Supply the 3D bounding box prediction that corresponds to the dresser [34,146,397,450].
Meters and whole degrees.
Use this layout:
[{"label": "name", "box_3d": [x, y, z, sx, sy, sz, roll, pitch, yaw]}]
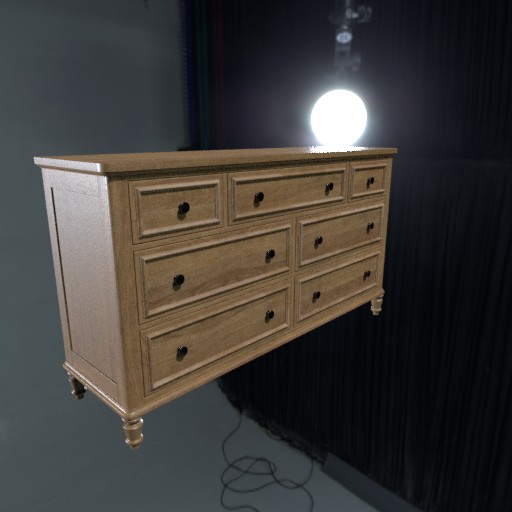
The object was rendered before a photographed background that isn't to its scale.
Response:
[{"label": "dresser", "box_3d": [0.000, 0.000, 1.945, 0.468, 0.892, 1.583, 15, 21, 42]}]
